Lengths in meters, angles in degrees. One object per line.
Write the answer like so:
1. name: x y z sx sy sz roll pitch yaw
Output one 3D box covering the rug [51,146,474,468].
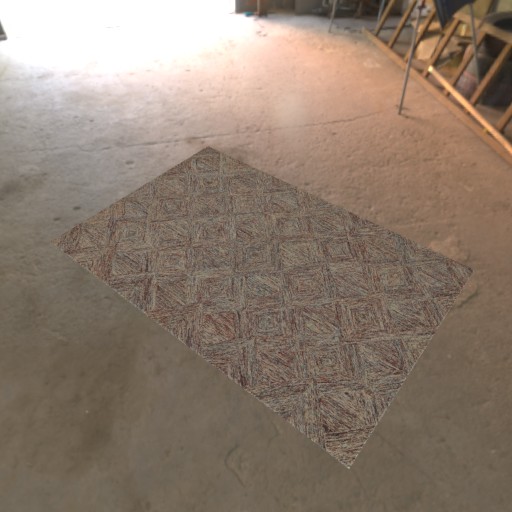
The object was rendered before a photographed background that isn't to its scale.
1. rug: 0.000 0.000 2.862 2.285 0.019 1.523 30 52 26
